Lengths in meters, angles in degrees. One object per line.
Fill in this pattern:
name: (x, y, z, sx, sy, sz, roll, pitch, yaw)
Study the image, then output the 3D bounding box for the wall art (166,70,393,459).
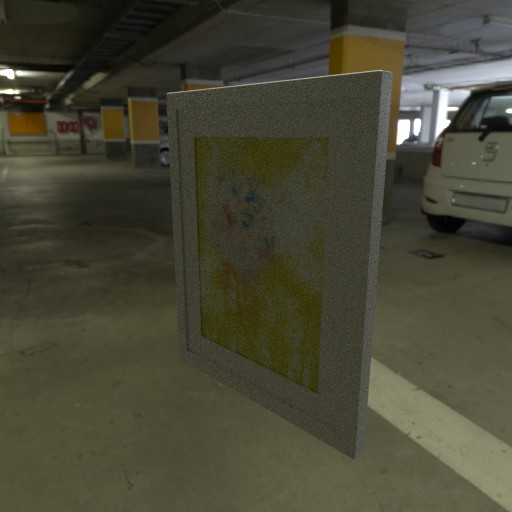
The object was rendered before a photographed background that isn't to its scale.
wall art: (0.000, 0.000, 0.769, 0.454, 0.556, 0.028, 15, 21, 43)
